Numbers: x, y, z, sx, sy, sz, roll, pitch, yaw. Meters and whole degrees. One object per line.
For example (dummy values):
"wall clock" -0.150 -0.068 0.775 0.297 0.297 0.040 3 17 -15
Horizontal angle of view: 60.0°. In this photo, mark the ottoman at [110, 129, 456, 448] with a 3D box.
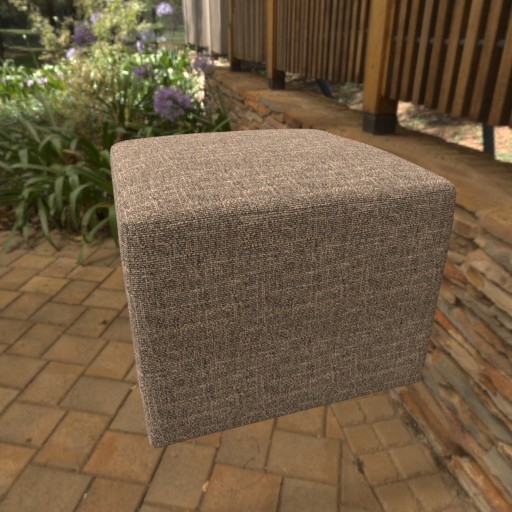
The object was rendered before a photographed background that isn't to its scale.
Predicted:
"ottoman" 0.000 0.000 0.906 0.521 0.453 0.512 -8 27 -16
